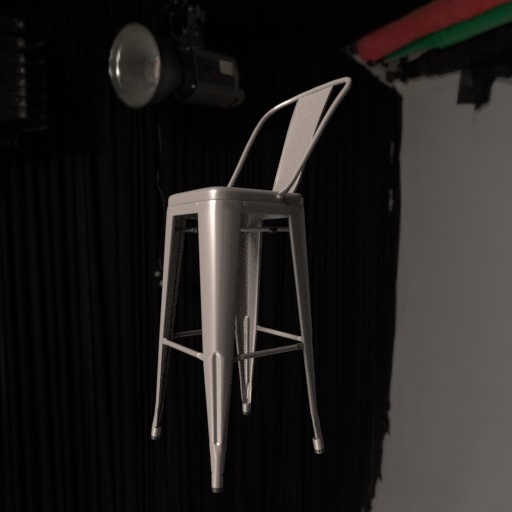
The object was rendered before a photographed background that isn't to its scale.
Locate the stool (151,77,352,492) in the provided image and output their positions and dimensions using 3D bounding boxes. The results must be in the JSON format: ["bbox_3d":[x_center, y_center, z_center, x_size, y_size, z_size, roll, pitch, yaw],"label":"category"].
[{"bbox_3d":[0.000,0.000,1.315,0.513,1.096,0.399,-1,2,-36],"label":"stool"}]
